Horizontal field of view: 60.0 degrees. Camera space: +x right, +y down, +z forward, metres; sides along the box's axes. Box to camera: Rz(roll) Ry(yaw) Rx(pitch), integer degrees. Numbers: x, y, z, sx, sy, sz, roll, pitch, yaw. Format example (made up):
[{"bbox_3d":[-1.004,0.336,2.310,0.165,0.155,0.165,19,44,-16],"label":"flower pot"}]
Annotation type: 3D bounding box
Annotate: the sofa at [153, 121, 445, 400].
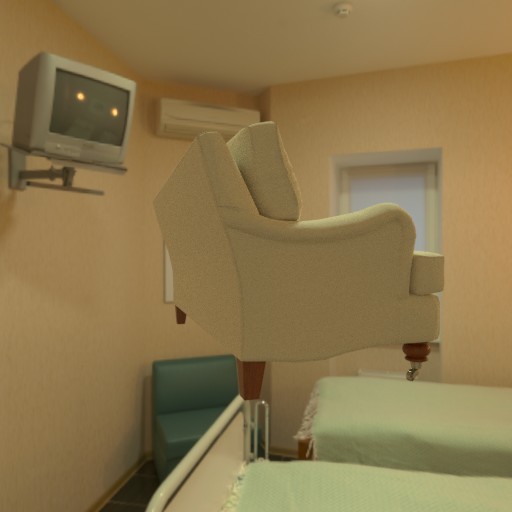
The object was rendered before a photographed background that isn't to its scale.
[{"bbox_3d":[0.000,0.000,2.722,1.086,1.087,2.159,0,0,-17],"label":"sofa"}]
